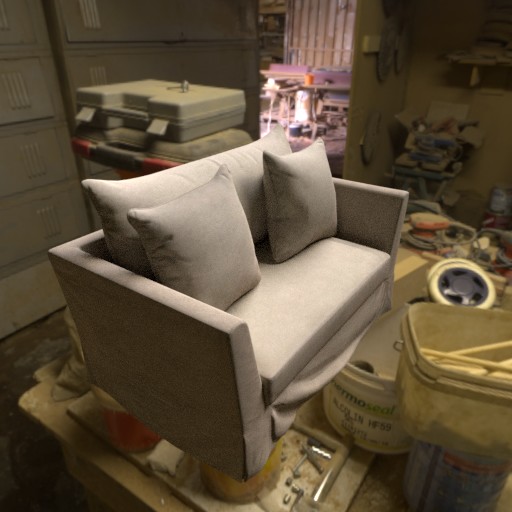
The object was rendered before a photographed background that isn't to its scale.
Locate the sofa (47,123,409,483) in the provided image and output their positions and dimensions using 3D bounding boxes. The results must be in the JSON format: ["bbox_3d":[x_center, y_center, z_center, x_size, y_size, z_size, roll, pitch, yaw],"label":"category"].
[{"bbox_3d":[0.000,0.000,2.233,1.035,1.040,1.608,18,32,31],"label":"sofa"}]
